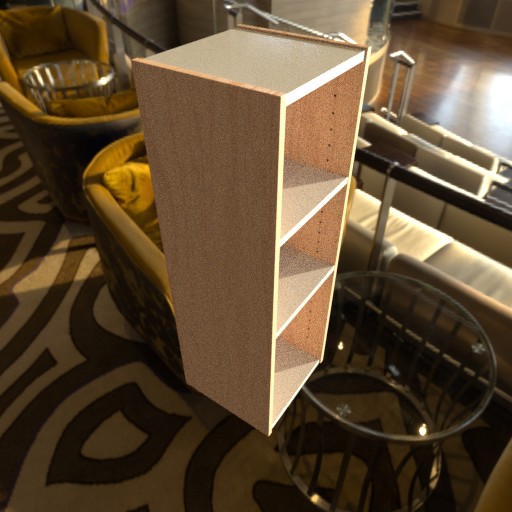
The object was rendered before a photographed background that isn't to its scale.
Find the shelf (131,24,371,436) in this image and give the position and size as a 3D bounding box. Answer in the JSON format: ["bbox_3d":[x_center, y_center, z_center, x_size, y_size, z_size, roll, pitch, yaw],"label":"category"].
[{"bbox_3d":[0.000,0.000,1.042,0.290,0.900,0.300,24,45,26],"label":"shelf"}]
